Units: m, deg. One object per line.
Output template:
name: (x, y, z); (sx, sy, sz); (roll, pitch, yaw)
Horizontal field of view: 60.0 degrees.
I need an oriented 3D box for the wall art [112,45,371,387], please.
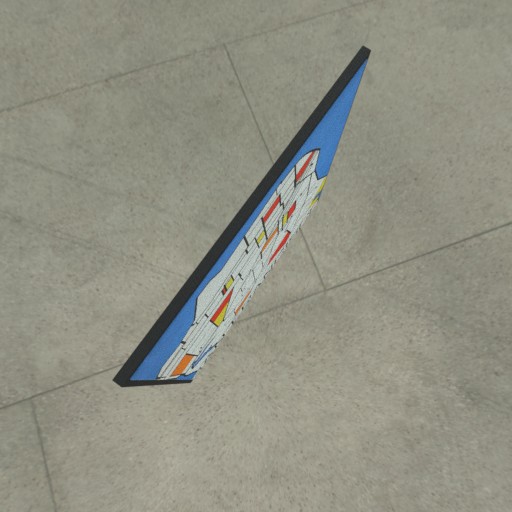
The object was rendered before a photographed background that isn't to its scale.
wall art: (0.000, 0.000, 0.687); (0.013, 0.457, 0.458); (34, 77, 9)
